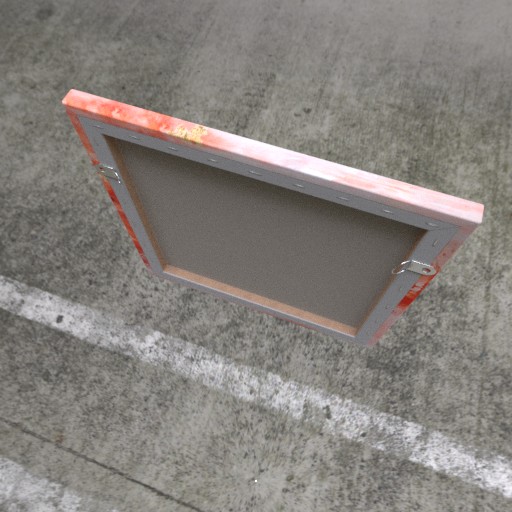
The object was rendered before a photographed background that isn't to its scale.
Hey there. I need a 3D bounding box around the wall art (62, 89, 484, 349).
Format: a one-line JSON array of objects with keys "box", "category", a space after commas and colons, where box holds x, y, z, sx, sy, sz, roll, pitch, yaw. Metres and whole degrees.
[{"box": [0.000, 0.000, 1.076, 0.747, 0.746, 0.064, 18, 65, 9], "category": "wall art"}]
